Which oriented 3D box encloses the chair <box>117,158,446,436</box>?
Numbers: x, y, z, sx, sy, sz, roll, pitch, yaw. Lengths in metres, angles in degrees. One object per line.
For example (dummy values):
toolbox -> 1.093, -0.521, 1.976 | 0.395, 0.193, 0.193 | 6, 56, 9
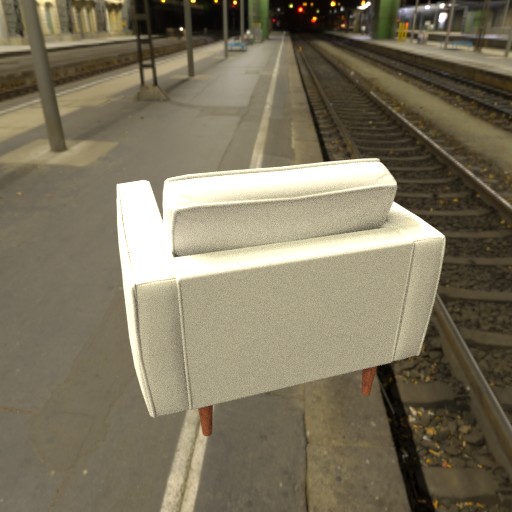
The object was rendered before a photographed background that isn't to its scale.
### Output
chair -> 0.000, 0.000, 1.578 | 0.928, 0.773, 0.843 | -8, 29, -16
